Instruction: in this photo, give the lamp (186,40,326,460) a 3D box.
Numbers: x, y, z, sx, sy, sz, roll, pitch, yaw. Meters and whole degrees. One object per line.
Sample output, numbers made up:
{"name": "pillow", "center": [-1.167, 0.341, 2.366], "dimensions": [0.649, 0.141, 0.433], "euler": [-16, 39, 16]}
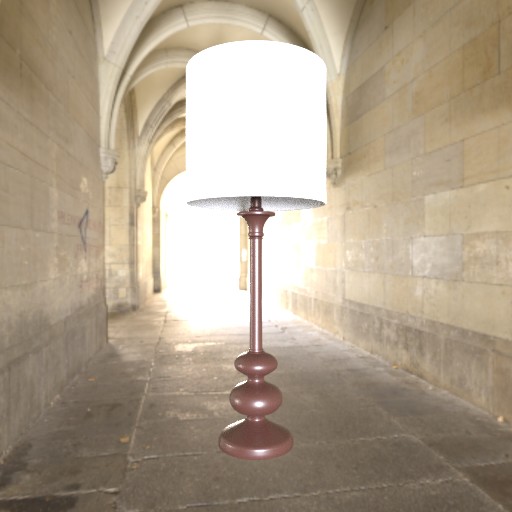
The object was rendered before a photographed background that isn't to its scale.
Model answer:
{"name": "lamp", "center": [0.000, 0.000, 0.812], "dimensions": [0.254, 0.690, 0.254], "euler": [0, 0, 36]}
